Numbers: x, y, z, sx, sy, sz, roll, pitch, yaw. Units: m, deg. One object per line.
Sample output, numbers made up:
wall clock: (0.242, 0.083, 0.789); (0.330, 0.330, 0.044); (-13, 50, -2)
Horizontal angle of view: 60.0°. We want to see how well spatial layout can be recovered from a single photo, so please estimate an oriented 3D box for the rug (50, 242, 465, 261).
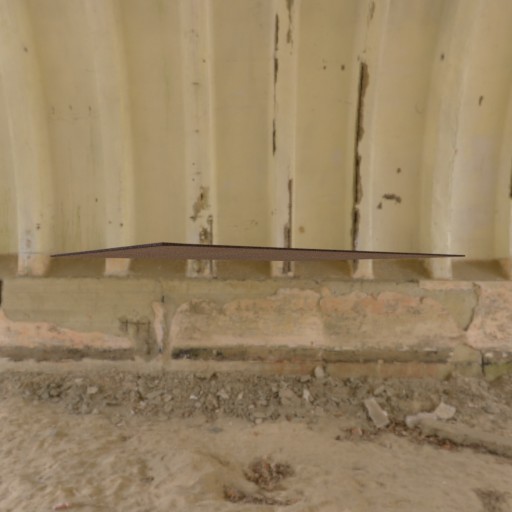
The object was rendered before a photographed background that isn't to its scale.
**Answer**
rug: (0.000, 0.000, 4.122); (3.032, 0.020, 2.411); (1, -2, -37)
